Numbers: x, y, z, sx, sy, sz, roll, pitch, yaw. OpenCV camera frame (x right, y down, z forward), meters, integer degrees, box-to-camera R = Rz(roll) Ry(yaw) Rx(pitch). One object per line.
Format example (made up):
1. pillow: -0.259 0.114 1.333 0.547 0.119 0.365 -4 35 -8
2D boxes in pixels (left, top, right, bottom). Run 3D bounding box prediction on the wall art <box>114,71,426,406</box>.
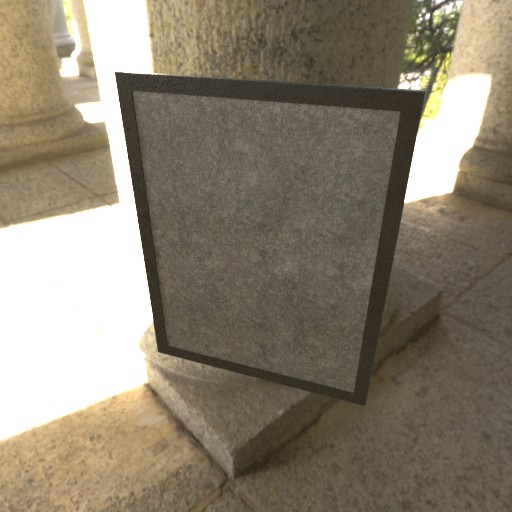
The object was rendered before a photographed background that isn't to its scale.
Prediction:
1. wall art: 0.000 0.000 1.310 0.767 0.983 0.030 10 33 16
